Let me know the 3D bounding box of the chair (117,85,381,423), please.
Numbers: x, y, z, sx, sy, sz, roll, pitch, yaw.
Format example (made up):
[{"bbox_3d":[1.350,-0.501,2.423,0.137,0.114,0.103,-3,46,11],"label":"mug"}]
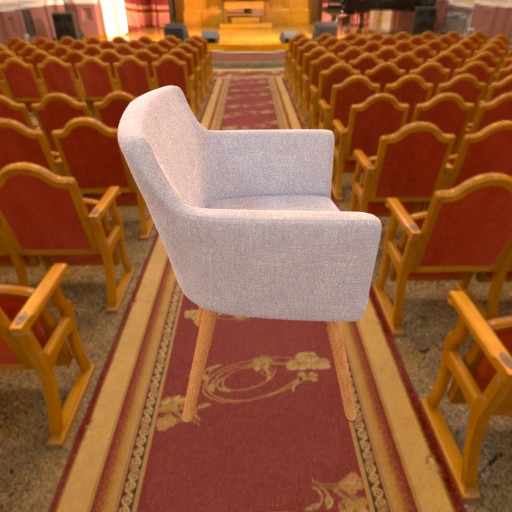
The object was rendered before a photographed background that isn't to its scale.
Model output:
[{"bbox_3d":[0.000,0.000,1.141,0.540,0.780,0.570,0,32,0],"label":"chair"}]
